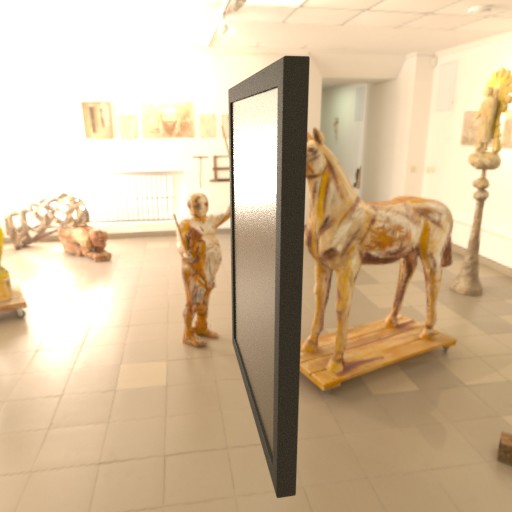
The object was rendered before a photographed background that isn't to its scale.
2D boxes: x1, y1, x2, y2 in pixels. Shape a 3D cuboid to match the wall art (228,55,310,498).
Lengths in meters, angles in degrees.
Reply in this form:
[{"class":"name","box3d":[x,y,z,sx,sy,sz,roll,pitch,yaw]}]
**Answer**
[{"class":"wall art","box3d":[0.000,0.000,0.745,0.028,0.558,0.457,-3,17,-10]}]
